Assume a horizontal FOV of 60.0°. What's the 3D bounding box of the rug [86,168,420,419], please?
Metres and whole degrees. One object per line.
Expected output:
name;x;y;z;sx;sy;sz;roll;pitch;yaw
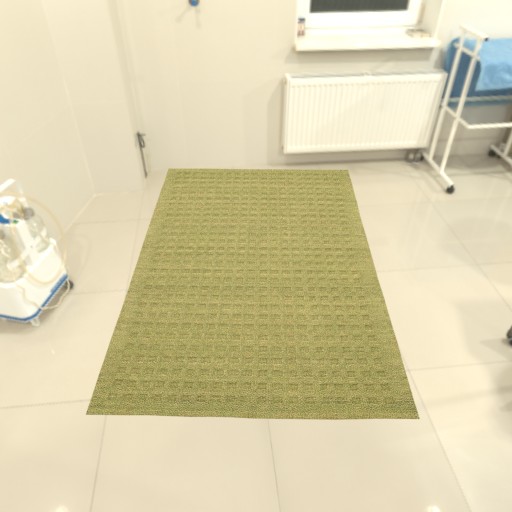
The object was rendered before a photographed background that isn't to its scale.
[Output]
rug;0.000;0.000;2.896;1.529;0.007;2.297;1;40;1
